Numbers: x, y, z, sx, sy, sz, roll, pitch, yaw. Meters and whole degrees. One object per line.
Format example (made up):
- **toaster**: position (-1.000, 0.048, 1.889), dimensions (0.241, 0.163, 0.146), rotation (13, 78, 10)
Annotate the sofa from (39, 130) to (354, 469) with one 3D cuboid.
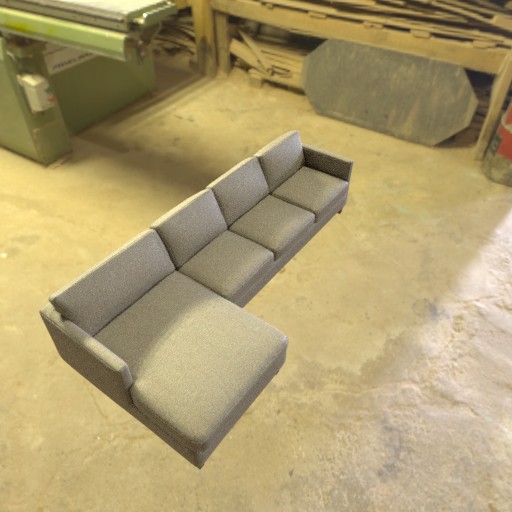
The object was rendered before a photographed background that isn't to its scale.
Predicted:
- **sofa**: position (0.000, 0.000, 3.870), dimensions (1.502, 0.876, 3.201), rotation (26, 49, 26)
